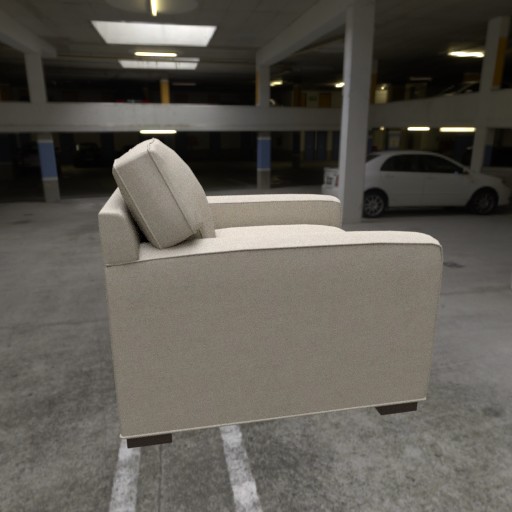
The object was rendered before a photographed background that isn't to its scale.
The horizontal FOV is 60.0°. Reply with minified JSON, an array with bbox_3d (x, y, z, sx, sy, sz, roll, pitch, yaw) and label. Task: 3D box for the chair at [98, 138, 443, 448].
[{"bbox_3d":[0.000,0.000,1.791,1.043,0.913,0.998,-3,17,-11],"label":"chair"}]
